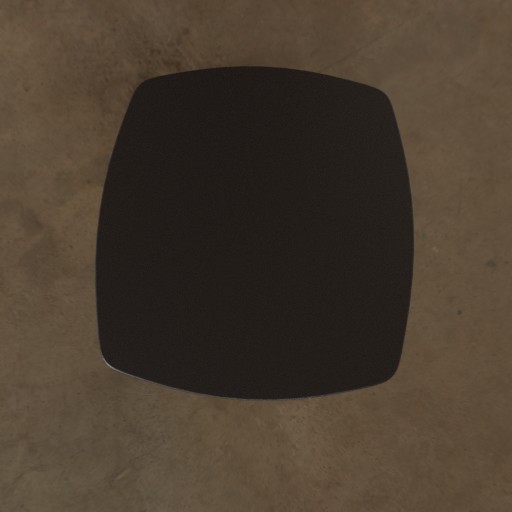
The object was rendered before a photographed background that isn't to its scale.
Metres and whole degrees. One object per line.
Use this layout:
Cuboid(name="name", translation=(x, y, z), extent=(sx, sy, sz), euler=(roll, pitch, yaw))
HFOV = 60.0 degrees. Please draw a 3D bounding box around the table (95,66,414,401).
Cuboid(name="table", translation=(0.000, 0.000, 0.862), extent=(0.457, 0.457, 0.508), euler=(3, 76, 1))
